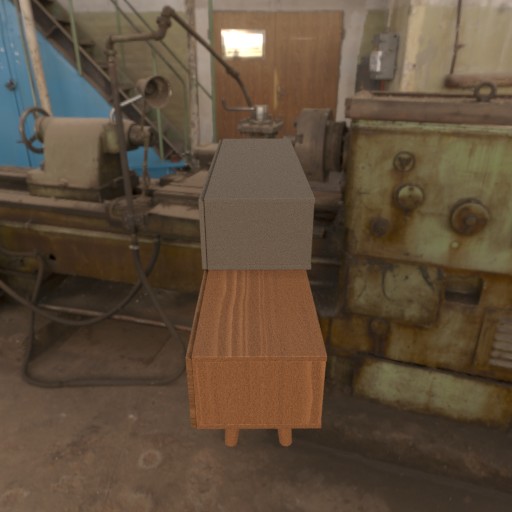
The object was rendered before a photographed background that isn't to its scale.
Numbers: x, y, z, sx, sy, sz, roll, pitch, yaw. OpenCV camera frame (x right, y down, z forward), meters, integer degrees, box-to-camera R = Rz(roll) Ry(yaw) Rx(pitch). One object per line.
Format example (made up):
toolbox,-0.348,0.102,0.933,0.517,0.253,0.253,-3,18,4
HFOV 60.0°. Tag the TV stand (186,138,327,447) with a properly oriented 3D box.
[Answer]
TV stand,0.000,0.000,1.597,0.329,0.591,1.336,0,25,0
